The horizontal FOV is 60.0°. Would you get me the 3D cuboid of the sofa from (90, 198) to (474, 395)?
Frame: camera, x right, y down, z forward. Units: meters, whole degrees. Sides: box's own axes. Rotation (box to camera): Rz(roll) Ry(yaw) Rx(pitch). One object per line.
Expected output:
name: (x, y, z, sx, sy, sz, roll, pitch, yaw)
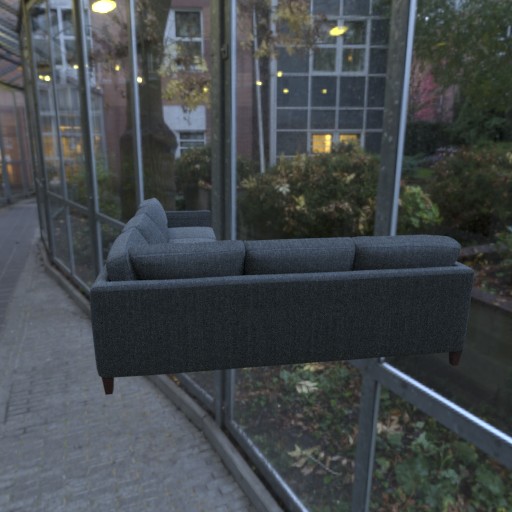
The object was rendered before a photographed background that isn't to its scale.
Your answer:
sofa: (0.000, 0.000, 4.471, 2.593, 0.947, 3.302, -2, 14, -9)
